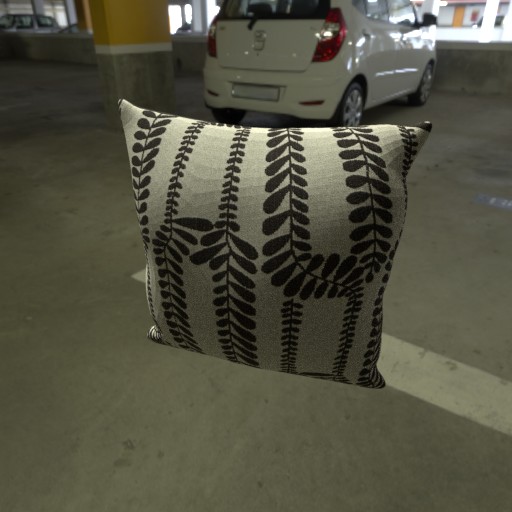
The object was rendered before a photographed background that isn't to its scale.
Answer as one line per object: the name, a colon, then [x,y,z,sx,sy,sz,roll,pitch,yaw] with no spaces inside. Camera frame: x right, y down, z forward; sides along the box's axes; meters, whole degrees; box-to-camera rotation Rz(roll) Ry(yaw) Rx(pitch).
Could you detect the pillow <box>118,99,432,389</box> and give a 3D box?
pillow: [0.000,0.000,0.680,0.440,0.441,0.182,9,29,16]
